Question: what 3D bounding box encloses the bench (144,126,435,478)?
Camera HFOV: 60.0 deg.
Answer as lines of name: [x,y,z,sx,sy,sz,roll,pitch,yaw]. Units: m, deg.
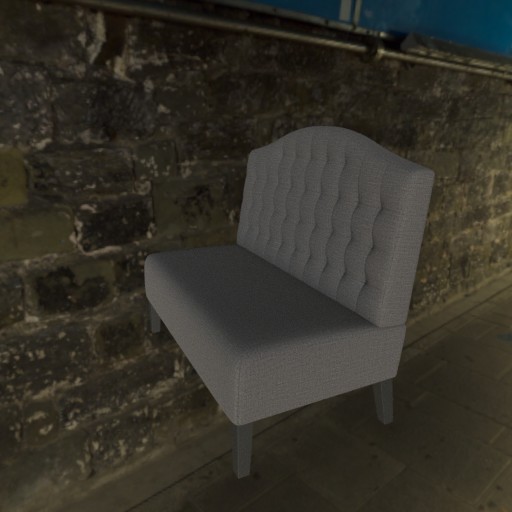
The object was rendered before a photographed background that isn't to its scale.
bench: [0.000,0.000,2.103,0.815,1.180,1.335,-8,19,-25]
